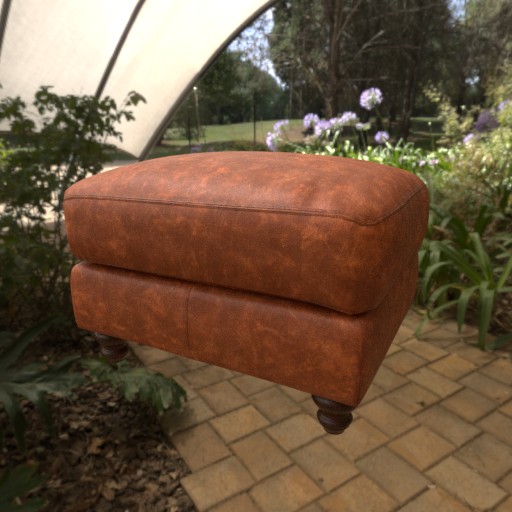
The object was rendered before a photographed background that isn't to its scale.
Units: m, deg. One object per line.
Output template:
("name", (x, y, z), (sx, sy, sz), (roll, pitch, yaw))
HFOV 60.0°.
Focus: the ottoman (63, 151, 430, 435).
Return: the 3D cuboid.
("ottoman", (0.000, 0.000, 1.228), (0.832, 0.562, 0.657), (8, 18, 27))
